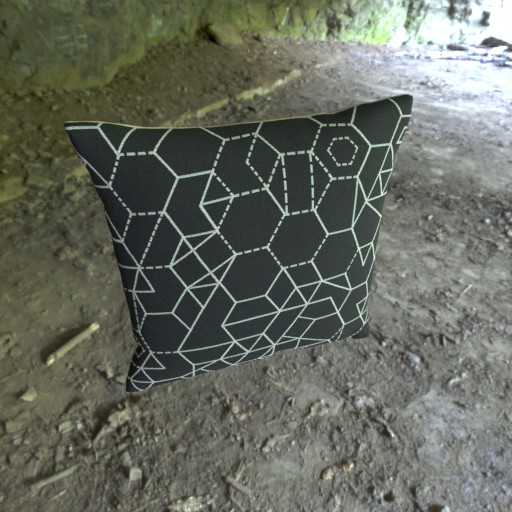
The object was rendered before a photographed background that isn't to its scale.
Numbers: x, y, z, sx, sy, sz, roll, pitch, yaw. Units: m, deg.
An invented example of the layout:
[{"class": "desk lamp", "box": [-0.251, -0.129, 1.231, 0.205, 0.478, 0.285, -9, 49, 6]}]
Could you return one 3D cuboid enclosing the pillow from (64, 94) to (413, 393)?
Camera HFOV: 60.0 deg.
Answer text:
[{"class": "pillow", "box": [0.000, 0.000, 0.765, 0.517, 0.508, 0.158, -10, 34, -15]}]
